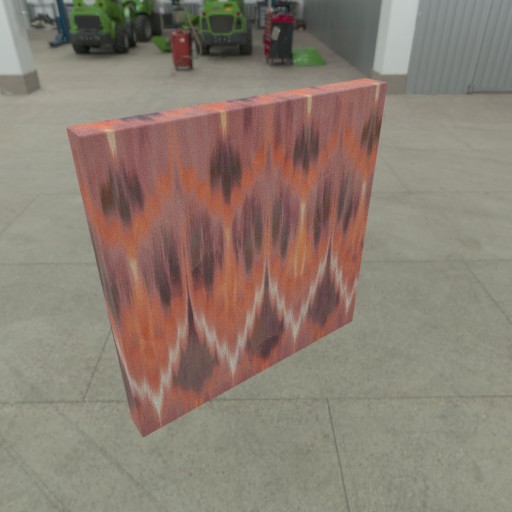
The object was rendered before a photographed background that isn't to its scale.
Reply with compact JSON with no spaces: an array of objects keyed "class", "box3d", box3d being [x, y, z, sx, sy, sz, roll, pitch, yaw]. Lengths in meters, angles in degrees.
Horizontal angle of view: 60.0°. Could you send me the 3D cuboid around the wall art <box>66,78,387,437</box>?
[{"class":"wall art","box3d":[0.000,0.000,0.600,0.403,0.406,0.038,-21,38,-30]}]
